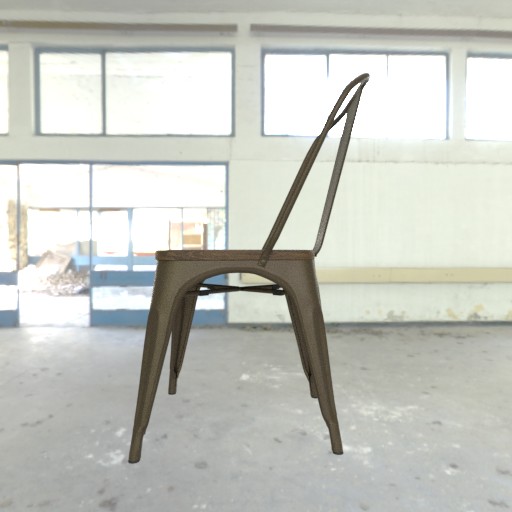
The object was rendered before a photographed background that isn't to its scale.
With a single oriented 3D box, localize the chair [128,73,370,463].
[{"bbox_3d":[0.000,0.000,1.128,0.532,0.844,0.451,0,1,0],"label":"chair"}]
